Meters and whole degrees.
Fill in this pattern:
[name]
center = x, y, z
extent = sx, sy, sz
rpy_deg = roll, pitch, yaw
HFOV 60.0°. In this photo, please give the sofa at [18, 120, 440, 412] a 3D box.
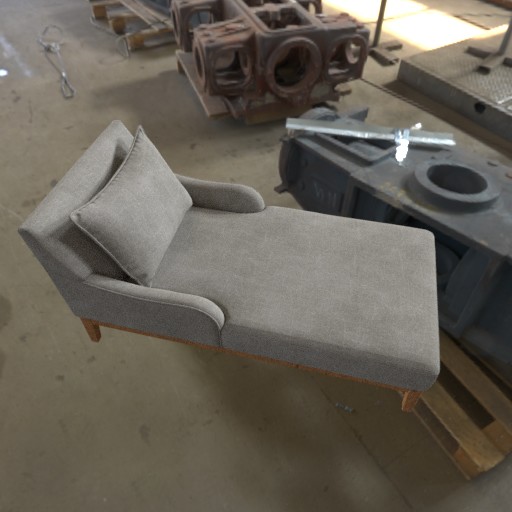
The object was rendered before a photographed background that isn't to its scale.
[sofa]
center = 0.000, 0.000, 2.216
extent = 1.779, 0.859, 0.894
rpy_deg = 10, 48, 9
